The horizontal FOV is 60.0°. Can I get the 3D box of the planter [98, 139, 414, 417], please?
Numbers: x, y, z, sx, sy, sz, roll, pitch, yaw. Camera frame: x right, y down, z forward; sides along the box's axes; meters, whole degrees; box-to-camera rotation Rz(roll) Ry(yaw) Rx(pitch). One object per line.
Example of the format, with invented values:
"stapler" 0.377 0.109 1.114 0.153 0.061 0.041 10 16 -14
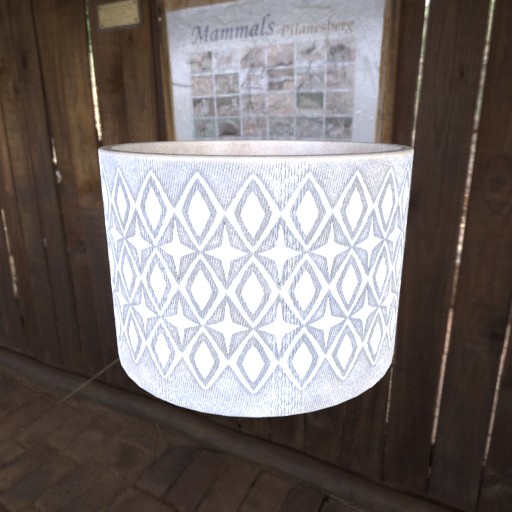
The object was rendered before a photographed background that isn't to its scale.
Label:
"planter" 0.000 0.000 0.262 0.164 0.127 0.164 0 17 0
